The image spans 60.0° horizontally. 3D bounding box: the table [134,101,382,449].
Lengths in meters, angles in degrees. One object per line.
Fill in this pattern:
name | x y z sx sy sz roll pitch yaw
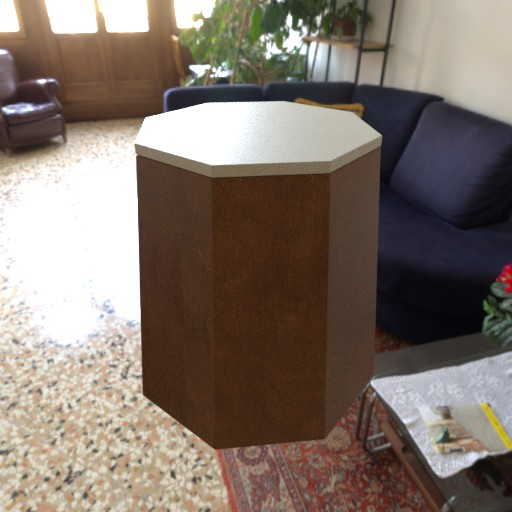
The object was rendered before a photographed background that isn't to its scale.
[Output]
table | 0.000 0.000 0.786 0.439 0.457 0.439 21 37 31
